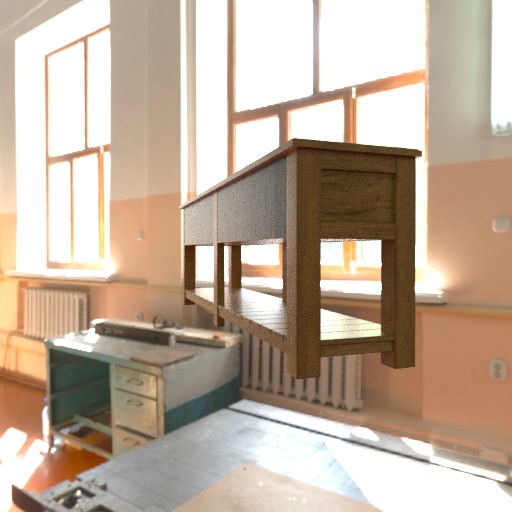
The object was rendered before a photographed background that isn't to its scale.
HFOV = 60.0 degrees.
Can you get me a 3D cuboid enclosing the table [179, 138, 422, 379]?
[{"bbox_3d":[0.000,0.000,2.077,0.425,0.635,1.815,0,1,-19],"label":"table"}]
